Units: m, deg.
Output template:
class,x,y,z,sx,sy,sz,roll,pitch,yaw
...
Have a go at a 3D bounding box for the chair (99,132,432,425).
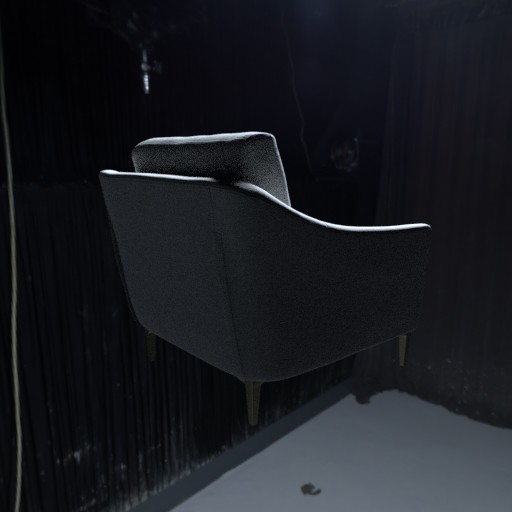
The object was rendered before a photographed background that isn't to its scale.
class,x,y,z,sx,sy,sz,roll,pitch,yaw
chair,0.000,0.000,1.747,0.961,0.902,0.986,-11,17,-42
